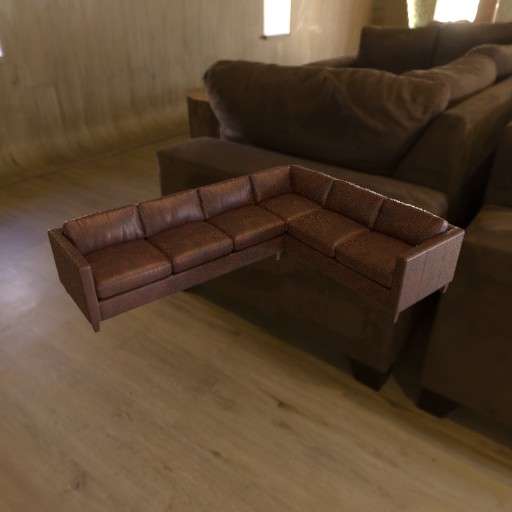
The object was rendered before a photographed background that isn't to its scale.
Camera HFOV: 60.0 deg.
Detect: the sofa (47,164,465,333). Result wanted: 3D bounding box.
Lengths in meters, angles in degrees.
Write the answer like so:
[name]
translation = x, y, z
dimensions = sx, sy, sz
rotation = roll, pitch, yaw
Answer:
[sofa]
translation = 0.000, 0.000, 4.338
dimensions = 3.152, 0.836, 2.438
rotation = -21, 36, -32
